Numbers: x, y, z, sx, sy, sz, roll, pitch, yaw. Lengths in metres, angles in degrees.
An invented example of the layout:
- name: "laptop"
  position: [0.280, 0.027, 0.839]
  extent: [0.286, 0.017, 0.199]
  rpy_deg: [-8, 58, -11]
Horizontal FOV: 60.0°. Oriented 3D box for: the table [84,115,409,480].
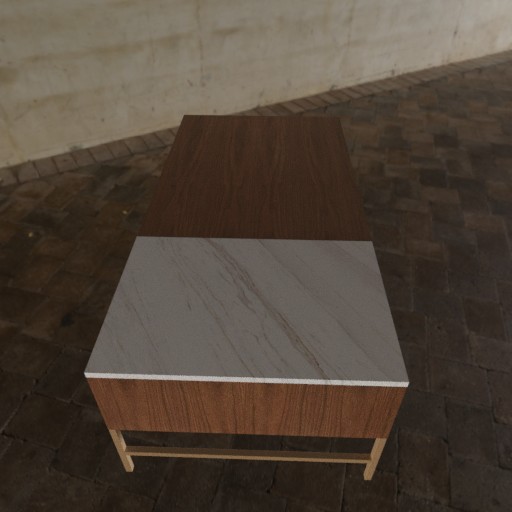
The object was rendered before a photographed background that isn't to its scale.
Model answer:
- name: "table"
  position: [0.000, 0.000, 1.844]
  extent: [0.789, 0.551, 1.553]
  rpy_deg: [1, 40, 1]
